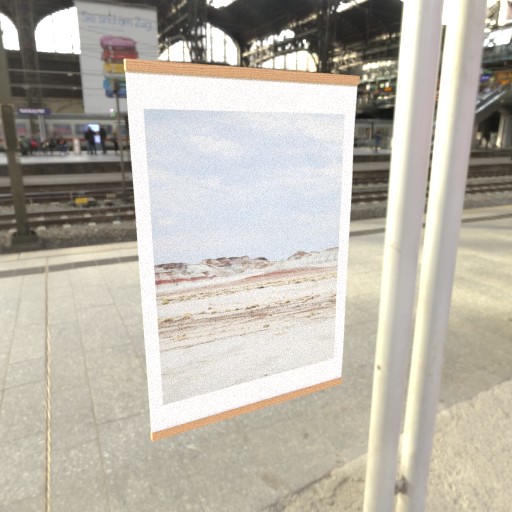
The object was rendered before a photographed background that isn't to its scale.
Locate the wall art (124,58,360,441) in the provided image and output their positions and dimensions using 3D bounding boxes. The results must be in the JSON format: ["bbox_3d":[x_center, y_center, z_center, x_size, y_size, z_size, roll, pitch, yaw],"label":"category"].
[{"bbox_3d":[0.000,0.000,1.938,1.011,1.521,0.025,-8,17,-26],"label":"wall art"}]
